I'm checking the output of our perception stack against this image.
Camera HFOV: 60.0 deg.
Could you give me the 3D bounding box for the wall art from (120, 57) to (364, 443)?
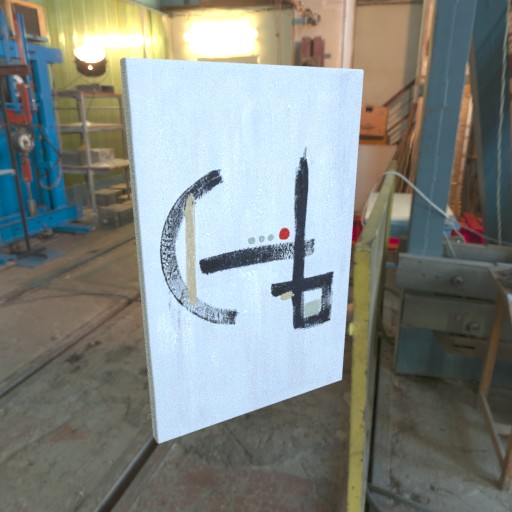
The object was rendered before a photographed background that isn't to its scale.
[{"bbox_3d":[0.000,0.000,1.151,0.602,0.916,0.048,-10,21,-27],"label":"wall art"}]
